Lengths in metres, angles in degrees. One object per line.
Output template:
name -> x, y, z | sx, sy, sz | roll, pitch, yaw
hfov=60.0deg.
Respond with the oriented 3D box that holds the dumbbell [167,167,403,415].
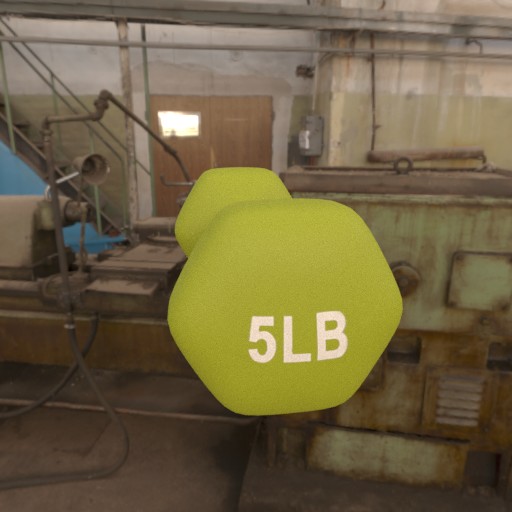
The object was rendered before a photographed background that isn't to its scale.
dumbbell -> 0.000, 0.000, 0.210 | 0.080, 0.072, 0.164 | -2, 16, -8
